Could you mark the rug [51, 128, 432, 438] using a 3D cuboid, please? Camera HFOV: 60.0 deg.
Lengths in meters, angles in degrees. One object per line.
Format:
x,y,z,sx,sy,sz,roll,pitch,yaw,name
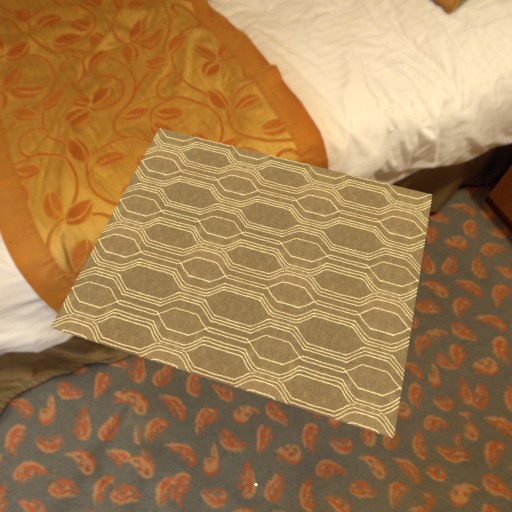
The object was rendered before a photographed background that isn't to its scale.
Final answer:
0.000,0.000,4.267,3.062,0.012,2.457,16,64,8,rug
